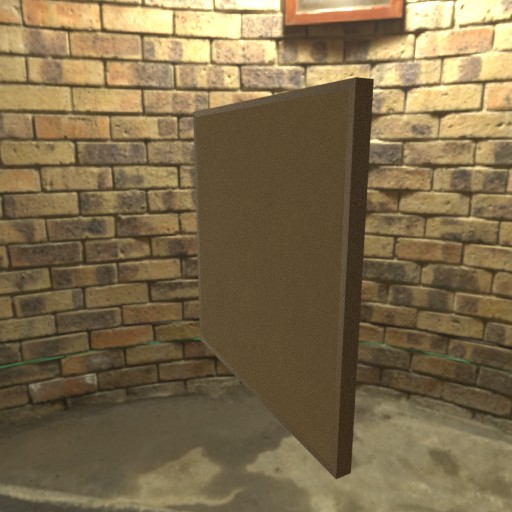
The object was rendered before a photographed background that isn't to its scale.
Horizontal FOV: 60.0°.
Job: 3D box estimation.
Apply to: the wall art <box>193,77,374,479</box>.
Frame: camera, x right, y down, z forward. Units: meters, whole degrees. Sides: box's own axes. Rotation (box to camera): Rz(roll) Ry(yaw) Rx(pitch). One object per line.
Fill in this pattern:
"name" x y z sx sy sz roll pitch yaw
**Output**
"wall art" 0.000 0.000 1.139 0.038 0.758 0.761 -7 15 -27
